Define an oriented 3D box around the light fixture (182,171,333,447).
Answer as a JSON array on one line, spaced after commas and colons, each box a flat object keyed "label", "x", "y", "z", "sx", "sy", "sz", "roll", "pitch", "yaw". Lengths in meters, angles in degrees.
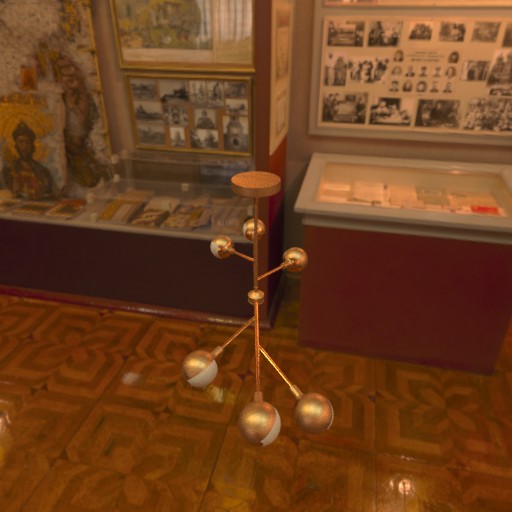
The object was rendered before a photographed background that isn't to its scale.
[{"label": "light fixture", "x": 0.000, "y": 0.000, "z": 1.000, "sx": 0.434, "sy": 0.362, "sz": 0.778, "roll": 7, "pitch": 30, "yaw": 13}]
